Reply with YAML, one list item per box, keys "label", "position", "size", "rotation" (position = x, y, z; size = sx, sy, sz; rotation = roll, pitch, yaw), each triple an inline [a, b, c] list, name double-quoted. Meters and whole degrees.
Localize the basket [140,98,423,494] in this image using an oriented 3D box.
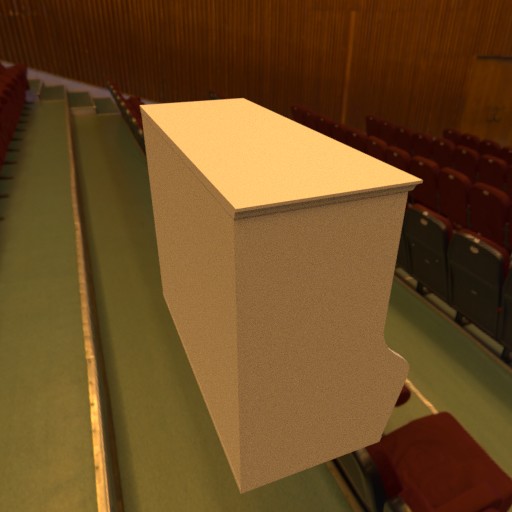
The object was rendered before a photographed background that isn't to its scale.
- label: "basket"
  position: [0.000, 0.000, 1.118]
  size: [0.376, 0.625, 0.792]
  rotation: [-11, 31, -19]
